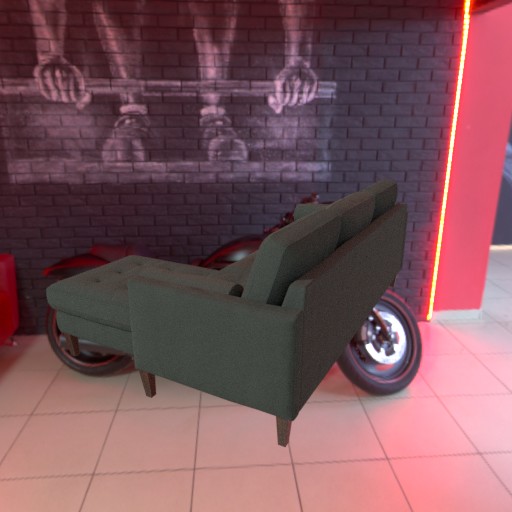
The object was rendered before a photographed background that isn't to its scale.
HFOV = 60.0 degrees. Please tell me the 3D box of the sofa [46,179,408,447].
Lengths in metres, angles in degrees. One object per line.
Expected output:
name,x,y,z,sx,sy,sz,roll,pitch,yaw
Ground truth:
sofa,0.000,0.000,2.893,1.506,0.876,2.178,9,19,27
